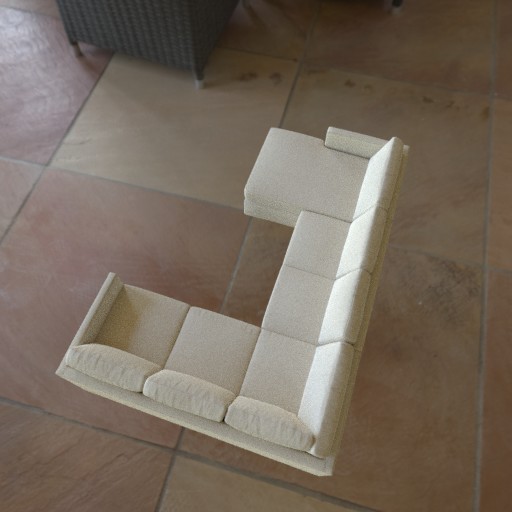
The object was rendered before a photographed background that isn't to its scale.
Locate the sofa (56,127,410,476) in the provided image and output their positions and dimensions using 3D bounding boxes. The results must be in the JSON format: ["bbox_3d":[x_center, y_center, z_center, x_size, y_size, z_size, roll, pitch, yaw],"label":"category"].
[{"bbox_3d":[0.000,0.000,4.523,2.448,0.882,3.464,16,64,8],"label":"sofa"}]
